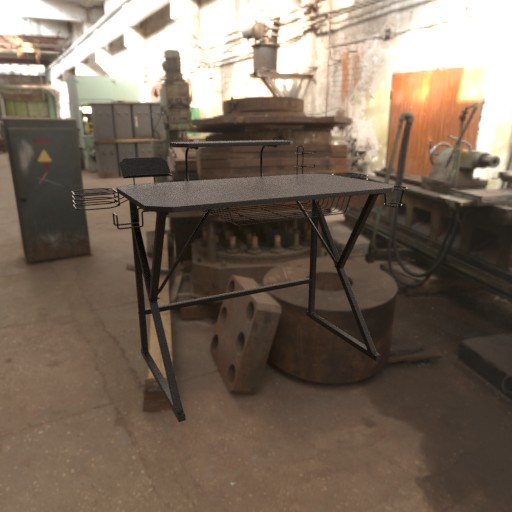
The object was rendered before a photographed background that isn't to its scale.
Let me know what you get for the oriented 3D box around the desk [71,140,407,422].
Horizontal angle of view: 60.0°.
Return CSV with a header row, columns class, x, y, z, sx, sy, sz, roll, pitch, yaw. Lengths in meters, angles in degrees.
class,x,y,z,sx,sy,sz,roll,pitch,yaw
desk,0.000,0.000,1.787,1.290,0.880,0.580,-9,19,-26
